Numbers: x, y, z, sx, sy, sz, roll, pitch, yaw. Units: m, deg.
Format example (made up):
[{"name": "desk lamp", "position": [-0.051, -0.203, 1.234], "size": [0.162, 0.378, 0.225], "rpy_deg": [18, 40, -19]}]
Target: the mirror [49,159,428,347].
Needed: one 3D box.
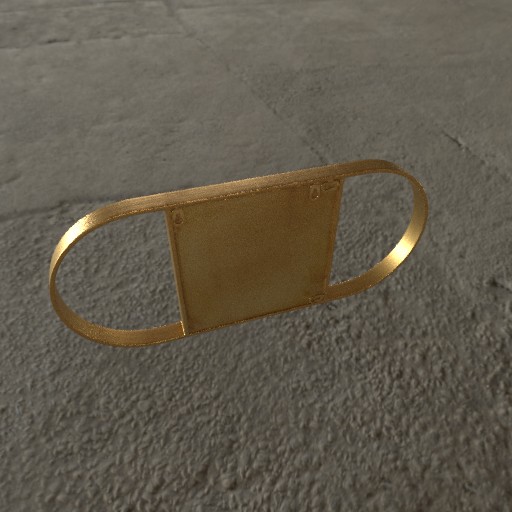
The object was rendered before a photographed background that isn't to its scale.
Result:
[{"name": "mirror", "position": [0.000, 0.000, 0.676], "size": [0.584, 0.254, 0.032], "rpy_deg": [-12, 41, -14]}]
